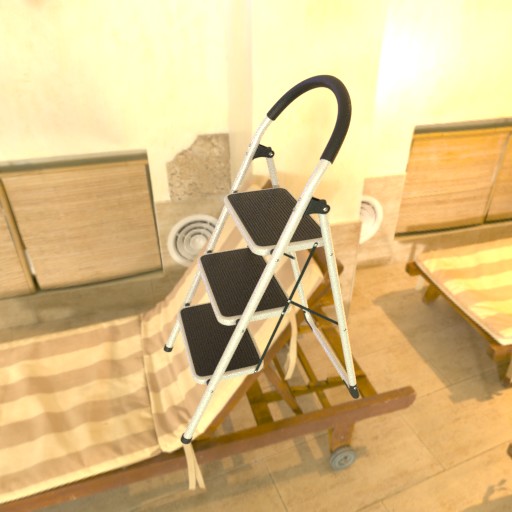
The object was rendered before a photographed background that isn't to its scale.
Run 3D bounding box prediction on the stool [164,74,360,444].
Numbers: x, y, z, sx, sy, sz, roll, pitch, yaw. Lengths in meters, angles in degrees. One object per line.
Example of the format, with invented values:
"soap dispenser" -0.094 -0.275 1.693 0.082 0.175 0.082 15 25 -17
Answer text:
"stool" 0.000 0.000 1.482 0.676 1.109 0.485 -9 34 -14
